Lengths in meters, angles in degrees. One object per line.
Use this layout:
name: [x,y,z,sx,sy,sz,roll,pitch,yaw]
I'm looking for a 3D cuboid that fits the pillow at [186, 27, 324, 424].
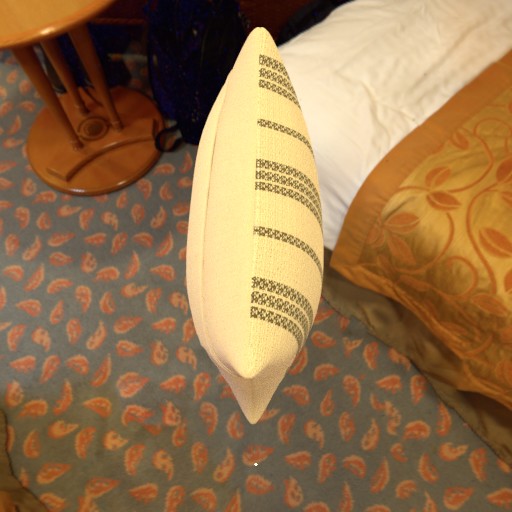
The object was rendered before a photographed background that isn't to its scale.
pillow: [0.000,0.000,0.612,0.173,0.406,0.405,1,65,1]
